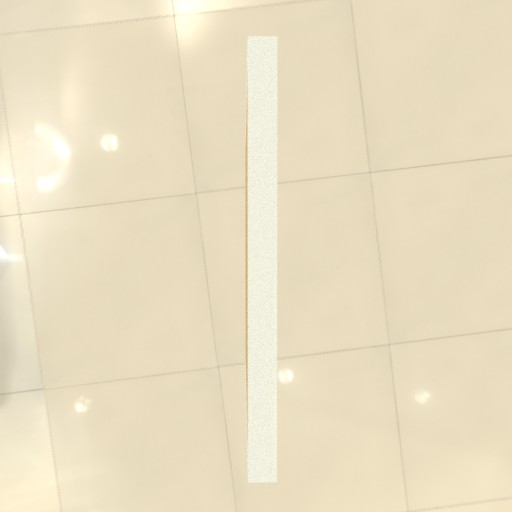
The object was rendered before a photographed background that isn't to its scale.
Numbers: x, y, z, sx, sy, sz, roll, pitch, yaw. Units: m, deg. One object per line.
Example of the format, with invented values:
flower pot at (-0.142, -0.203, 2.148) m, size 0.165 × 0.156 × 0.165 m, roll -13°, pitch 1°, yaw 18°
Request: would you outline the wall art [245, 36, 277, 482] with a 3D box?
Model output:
wall art at (0.000, 0.000, 0.458) m, size 0.020 × 0.307 × 0.307 m, roll 0°, pitch 92°, yaw -2°
